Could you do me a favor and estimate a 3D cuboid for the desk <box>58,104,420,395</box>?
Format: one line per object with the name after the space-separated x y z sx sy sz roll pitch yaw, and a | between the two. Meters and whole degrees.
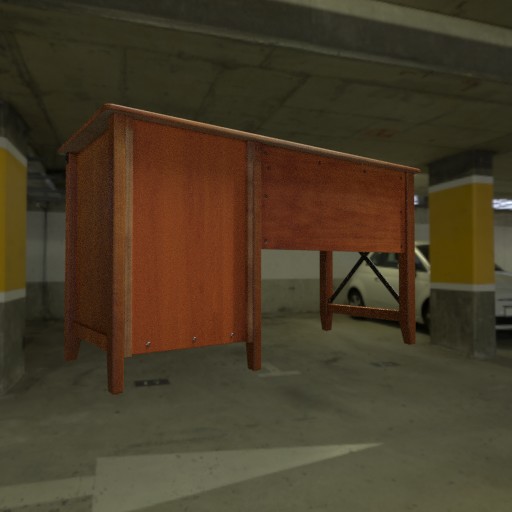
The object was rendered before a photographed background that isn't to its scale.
0.000 0.000 1.748 1.353 0.756 0.574 1 -2 -36 | desk
